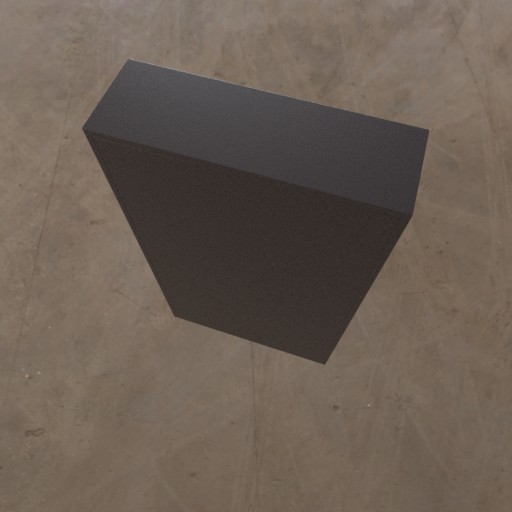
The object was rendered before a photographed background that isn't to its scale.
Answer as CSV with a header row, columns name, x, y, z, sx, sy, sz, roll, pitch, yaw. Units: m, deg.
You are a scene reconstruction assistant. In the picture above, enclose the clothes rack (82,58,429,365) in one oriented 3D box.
name,x,y,z,sx,sy,sz,roll,pitch,yaw
clothes rack,0.000,0.000,1.574,0.750,1.280,0.250,16,64,8
